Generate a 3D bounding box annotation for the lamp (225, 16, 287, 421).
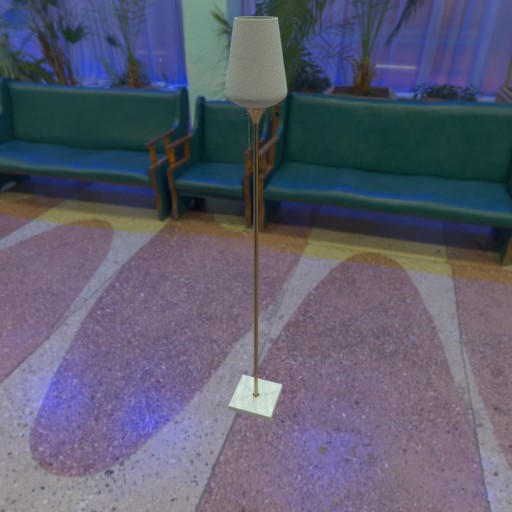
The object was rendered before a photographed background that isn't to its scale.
[{"bbox_3d":[0.000,0.000,1.912,0.232,1.813,0.229,10,33,15],"label":"lamp"}]
